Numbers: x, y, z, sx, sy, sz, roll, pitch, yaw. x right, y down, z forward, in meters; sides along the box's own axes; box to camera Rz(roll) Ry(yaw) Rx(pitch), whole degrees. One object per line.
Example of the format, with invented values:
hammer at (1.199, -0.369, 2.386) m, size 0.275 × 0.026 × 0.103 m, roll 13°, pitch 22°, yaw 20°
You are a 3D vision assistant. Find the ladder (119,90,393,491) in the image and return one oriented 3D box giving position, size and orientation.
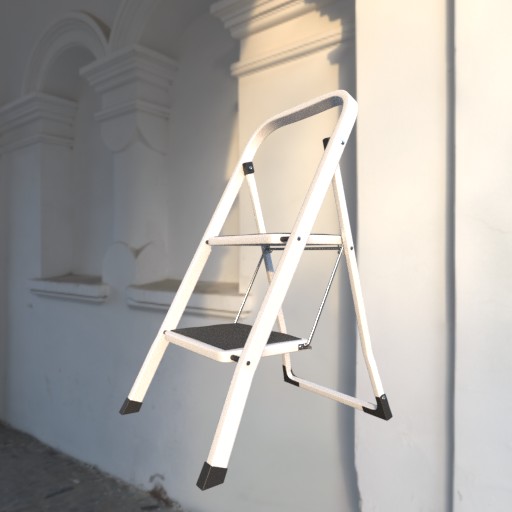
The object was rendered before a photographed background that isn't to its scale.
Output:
ladder at (0.000, 0.000, 1.108) m, size 0.544 × 0.810 × 0.460 m, roll 0°, pitch 1°, yaw -35°
